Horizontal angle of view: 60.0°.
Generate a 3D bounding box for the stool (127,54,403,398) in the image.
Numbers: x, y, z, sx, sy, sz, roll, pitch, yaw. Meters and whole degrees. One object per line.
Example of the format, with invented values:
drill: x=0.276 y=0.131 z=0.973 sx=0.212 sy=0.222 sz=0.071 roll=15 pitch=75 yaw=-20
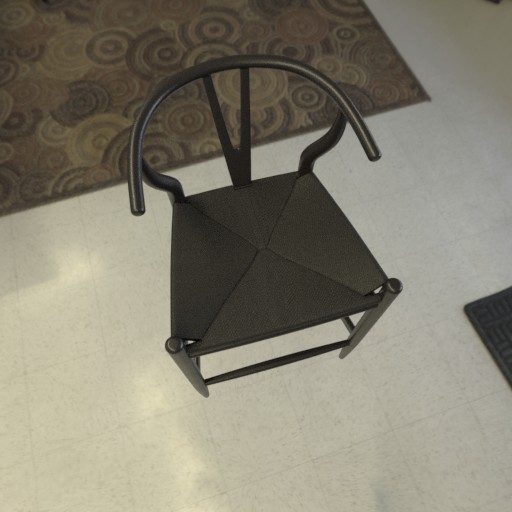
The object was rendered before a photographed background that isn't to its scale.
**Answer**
stool: x=0.000 y=0.000 z=1.331 sx=0.569 sy=0.970 sz=0.579 roll=-14 pitch=65 yaw=-7
